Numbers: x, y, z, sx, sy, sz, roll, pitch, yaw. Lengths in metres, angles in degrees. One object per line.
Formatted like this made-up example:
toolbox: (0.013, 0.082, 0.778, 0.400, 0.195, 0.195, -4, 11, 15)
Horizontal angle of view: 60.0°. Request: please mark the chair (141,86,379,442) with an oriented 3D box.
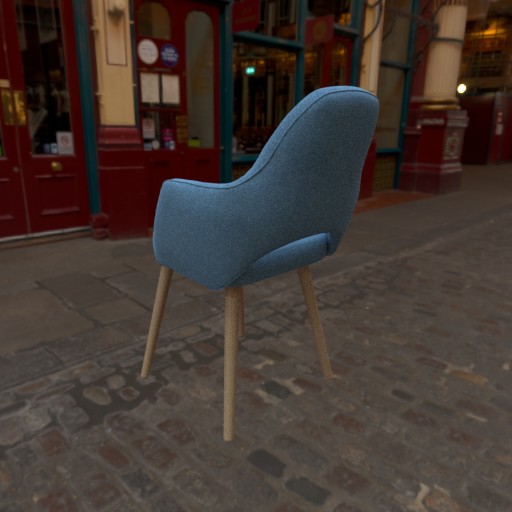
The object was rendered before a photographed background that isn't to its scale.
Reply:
chair: (0.000, 0.000, 1.335, 0.589, 0.920, 0.666, -15, 22, -42)
